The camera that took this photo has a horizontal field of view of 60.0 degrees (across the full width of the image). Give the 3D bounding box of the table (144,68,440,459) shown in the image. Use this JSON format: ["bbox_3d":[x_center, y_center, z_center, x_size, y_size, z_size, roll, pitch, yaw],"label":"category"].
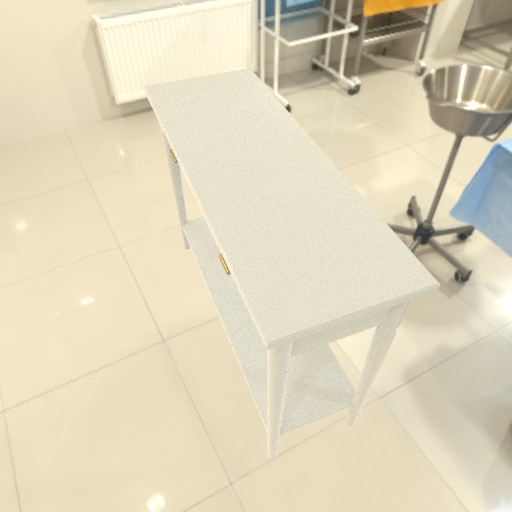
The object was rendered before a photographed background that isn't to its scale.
[{"bbox_3d":[0.000,0.000,1.461,0.381,0.749,1.067,-16,49,-15],"label":"table"}]
